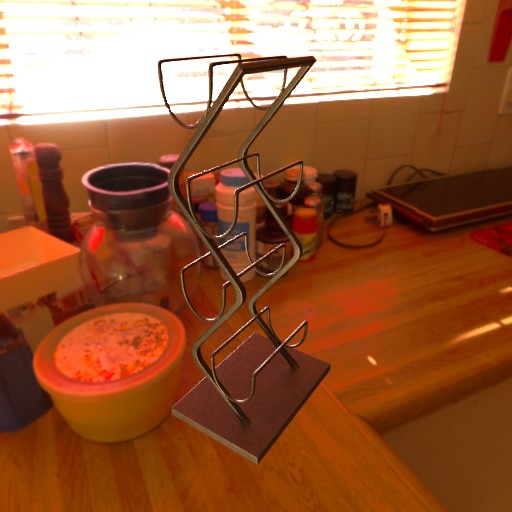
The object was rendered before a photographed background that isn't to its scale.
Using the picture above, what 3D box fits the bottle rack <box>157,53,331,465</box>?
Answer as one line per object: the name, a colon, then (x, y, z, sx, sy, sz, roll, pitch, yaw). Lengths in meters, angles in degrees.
bottle rack: (0.000, 0.000, 0.683, 0.178, 0.559, 0.254, 17, 32, 30)
